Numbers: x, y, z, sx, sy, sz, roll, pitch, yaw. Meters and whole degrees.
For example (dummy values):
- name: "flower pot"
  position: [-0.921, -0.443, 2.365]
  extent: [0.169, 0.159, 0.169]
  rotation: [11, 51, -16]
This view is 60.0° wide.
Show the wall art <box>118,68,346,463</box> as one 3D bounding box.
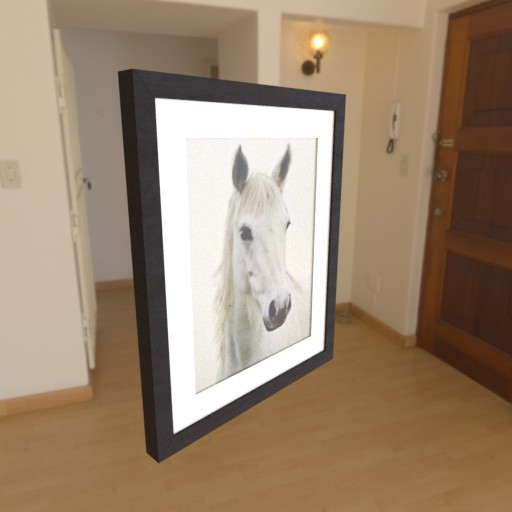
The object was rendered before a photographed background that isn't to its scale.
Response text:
- name: "wall art"
  position: [0.000, 0.000, 0.764]
  extent: [0.034, 0.552, 0.455]
  rotation: [14, 20, 42]
